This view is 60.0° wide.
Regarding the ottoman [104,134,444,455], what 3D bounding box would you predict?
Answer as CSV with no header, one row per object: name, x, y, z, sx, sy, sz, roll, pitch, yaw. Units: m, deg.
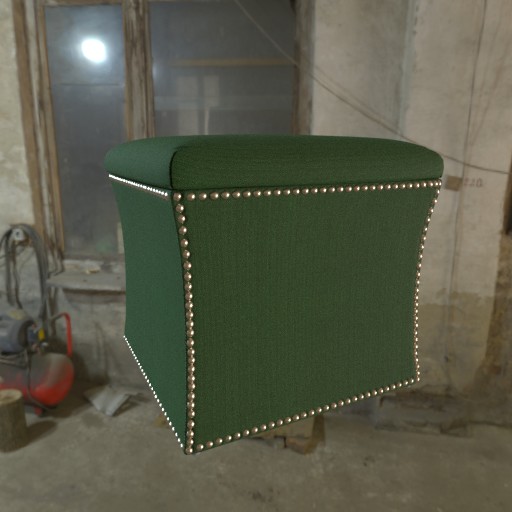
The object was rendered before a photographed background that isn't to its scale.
ottoman,0.000,0.000,0.901,0.507,0.475,0.497,-7,15,-26
